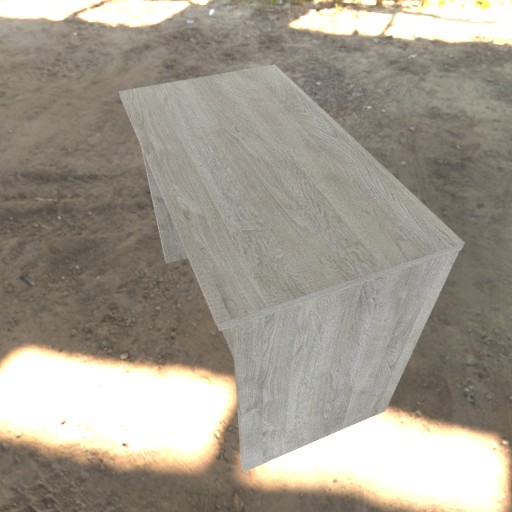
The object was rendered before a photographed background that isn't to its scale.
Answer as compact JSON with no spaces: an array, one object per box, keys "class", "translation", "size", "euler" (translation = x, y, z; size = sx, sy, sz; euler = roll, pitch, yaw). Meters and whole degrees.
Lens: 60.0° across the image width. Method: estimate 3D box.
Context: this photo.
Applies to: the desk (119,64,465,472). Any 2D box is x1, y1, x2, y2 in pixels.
[{"class":"desk","translation":[0.000,0.000,1.329],"size":[0.498,0.724,0.893],"euler":[-16,48,-15]}]
